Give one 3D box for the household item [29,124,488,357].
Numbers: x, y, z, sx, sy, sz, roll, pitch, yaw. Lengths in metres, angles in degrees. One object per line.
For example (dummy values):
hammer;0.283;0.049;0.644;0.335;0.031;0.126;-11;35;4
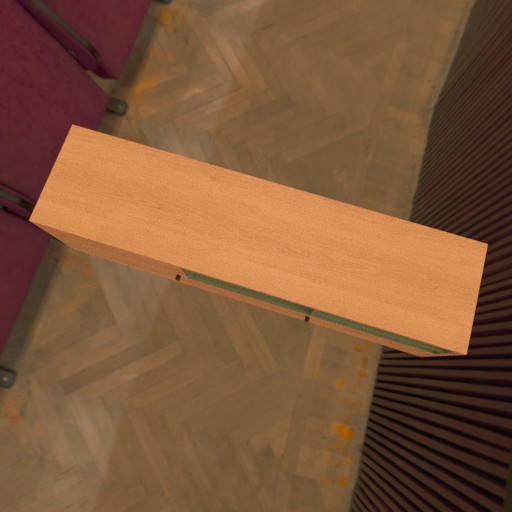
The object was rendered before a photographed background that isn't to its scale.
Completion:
household item;0.000;0.000;1.787;1.550;0.600;0.400;17;77;4
